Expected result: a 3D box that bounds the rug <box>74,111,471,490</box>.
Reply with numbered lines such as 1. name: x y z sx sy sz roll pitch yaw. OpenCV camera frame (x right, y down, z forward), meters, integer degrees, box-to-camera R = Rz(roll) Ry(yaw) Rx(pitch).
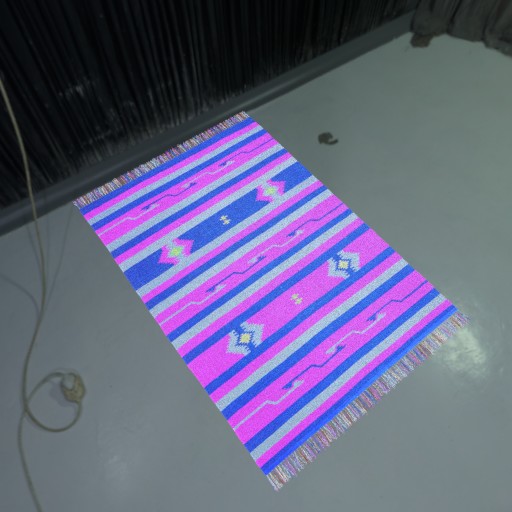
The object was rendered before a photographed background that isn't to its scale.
1. rug: 0.000 0.000 2.946 1.539 0.013 2.350 -34 65 -18
